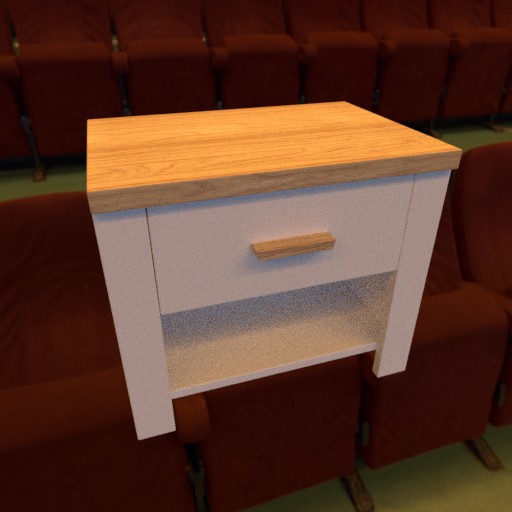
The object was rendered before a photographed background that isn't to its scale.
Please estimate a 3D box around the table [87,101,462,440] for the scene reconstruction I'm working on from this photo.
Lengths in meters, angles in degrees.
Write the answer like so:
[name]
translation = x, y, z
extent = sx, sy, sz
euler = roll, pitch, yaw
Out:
[table]
translation = 0.000, 0.000, 0.800
extent = 0.500, 0.440, 0.360
euler = -9, 32, -16
